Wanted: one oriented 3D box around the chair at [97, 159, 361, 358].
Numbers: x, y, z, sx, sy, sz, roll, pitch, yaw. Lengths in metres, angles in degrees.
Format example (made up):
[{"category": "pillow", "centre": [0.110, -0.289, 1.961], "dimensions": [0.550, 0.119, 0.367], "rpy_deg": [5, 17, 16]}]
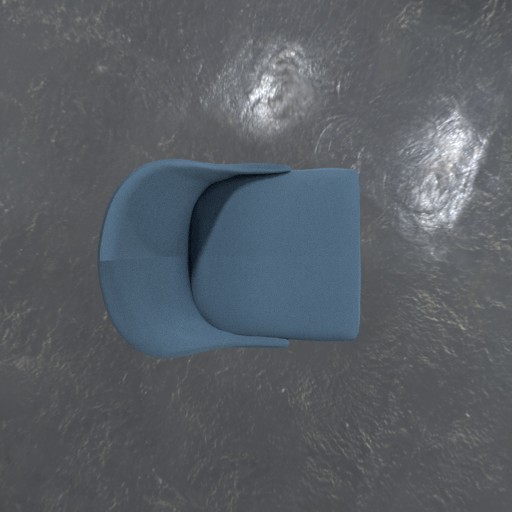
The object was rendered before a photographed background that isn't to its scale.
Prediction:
[{"category": "chair", "centre": [0.000, 0.000, 1.242], "dimensions": [0.589, 0.882, 0.503], "rpy_deg": [0, 91, -1]}]
